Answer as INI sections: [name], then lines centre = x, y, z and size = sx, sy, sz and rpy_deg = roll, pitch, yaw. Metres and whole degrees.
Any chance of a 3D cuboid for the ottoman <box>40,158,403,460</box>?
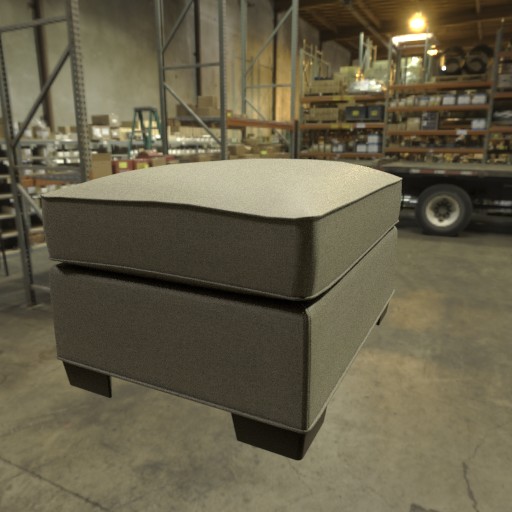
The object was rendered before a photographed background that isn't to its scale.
[ottoman]
centre = 0.000, 0.000, 1.195
size = 0.619, 0.504, 0.843
rpy_deg = 7, 16, 26
